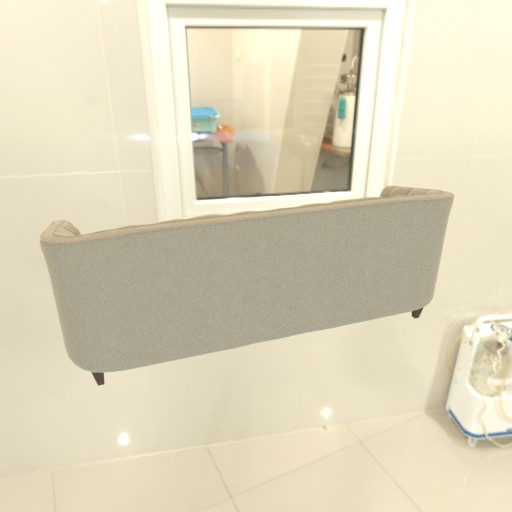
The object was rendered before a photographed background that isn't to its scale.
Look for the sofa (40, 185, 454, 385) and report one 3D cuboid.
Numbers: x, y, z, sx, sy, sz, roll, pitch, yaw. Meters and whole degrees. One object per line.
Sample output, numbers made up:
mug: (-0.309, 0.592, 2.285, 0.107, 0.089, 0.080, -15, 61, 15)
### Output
sofa: (0.000, 0.000, 2.711, 2.278, 0.855, 0.941, -8, 26, -17)
